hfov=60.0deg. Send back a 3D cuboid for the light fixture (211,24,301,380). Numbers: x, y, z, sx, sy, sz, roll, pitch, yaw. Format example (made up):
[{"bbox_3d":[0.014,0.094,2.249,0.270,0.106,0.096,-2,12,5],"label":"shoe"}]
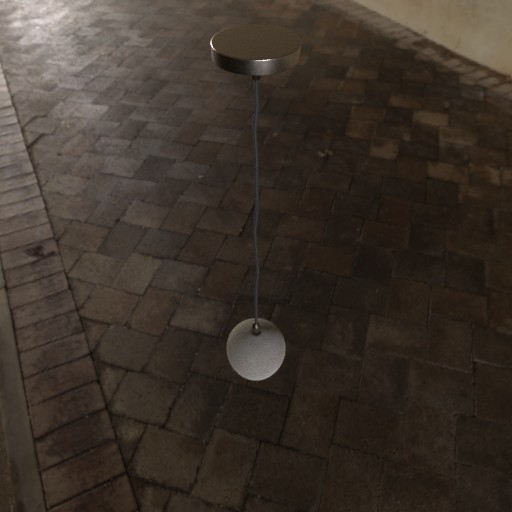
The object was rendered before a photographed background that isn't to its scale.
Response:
[{"bbox_3d":[0.000,0.000,0.818,0.139,0.764,0.139,3,47,3],"label":"light fixture"}]
